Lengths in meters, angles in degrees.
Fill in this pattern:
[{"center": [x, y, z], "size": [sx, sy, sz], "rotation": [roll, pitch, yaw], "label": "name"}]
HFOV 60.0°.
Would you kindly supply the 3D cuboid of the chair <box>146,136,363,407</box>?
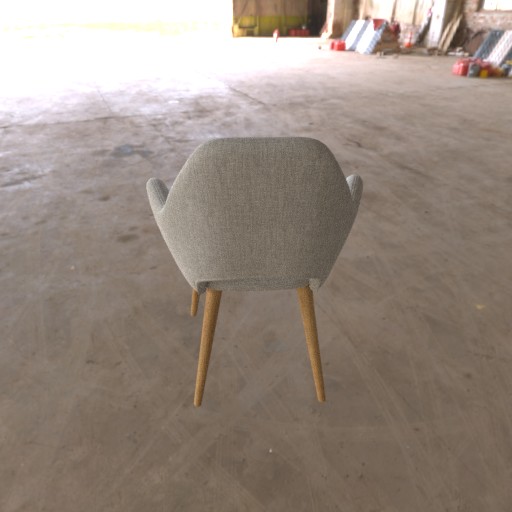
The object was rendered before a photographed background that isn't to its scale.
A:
[{"center": [0.000, 0.000, 1.282], "size": [0.590, 0.840, 0.610], "rotation": [-1, 30, -2], "label": "chair"}]
